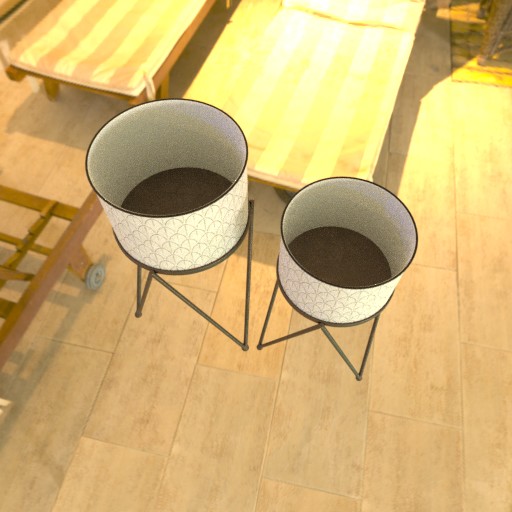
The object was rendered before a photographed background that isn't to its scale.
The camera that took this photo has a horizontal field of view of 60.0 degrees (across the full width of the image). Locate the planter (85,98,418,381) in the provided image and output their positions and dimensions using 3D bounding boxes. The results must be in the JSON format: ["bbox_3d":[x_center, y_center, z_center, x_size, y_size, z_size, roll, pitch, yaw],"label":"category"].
[{"bbox_3d":[0.000,0.000,1.194,0.769,0.712,0.413,15,60,9],"label":"planter"}]
